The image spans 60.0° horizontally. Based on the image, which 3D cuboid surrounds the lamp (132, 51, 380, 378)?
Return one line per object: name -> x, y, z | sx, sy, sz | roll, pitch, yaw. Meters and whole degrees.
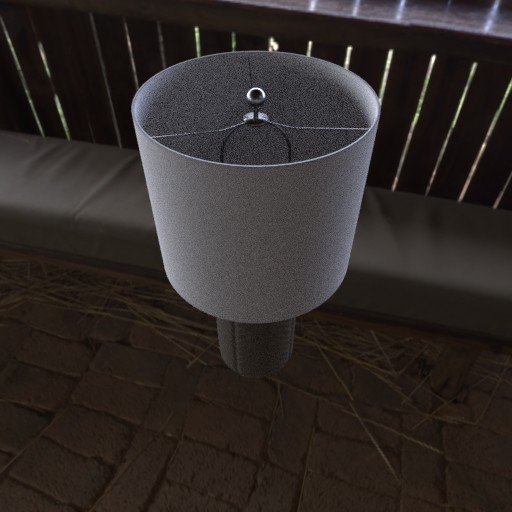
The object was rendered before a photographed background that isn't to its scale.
lamp -> 0.000, 0.000, 0.501 | 0.203, 0.389, 0.203 | -3, 45, -3
